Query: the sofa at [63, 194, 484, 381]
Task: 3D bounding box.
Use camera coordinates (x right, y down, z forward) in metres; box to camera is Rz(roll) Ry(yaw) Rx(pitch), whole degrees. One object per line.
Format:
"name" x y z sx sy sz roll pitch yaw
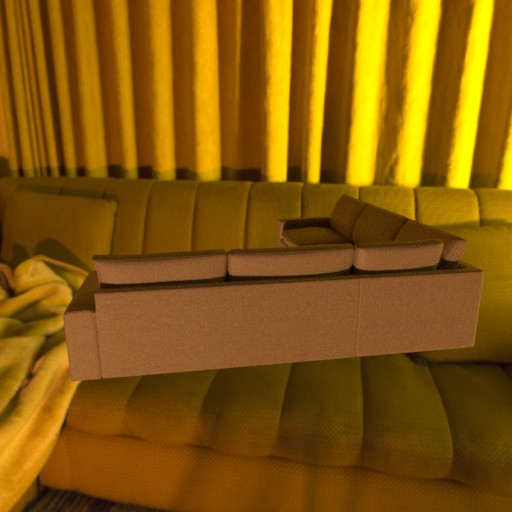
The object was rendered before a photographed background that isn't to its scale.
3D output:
"sofa" 0.000 0.000 4.080 2.742 0.800 2.622 -3 16 -9
